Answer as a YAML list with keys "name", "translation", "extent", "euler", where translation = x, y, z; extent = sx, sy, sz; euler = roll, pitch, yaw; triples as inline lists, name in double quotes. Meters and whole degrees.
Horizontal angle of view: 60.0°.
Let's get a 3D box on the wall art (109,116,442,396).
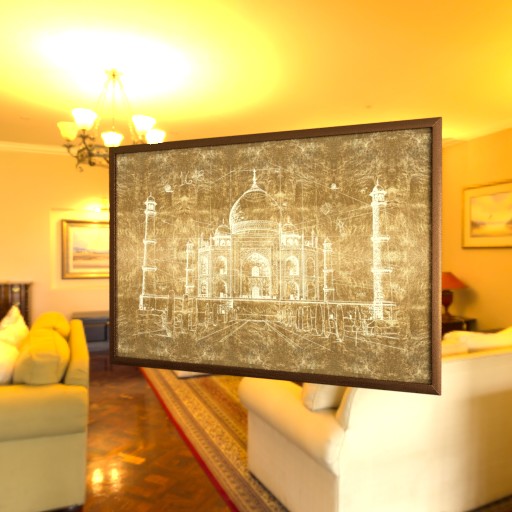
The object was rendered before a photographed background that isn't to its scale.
- name: "wall art"
  translation: [0.000, 0.000, 0.557]
  extent: [0.431, 0.304, 0.012]
  euler: [0, 0, 19]
